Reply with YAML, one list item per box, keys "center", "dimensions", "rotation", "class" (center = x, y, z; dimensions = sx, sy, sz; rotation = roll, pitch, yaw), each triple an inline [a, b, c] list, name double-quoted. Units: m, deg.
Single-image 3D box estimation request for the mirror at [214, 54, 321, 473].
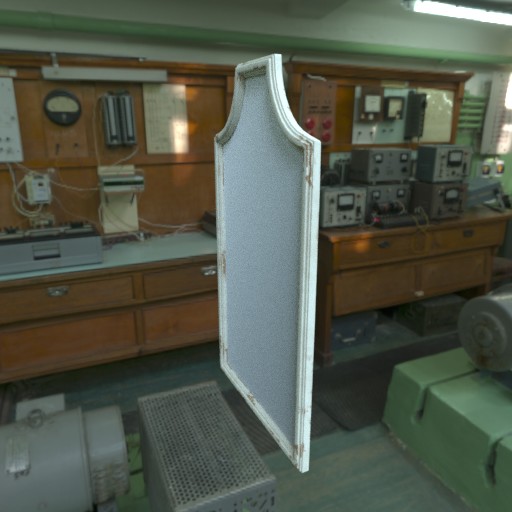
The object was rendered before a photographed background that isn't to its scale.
- center: [0.000, 0.000, 0.879]
  dimensions: [0.022, 0.717, 0.403]
  rotation: [-8, 18, -24]
  class: "mirror"
